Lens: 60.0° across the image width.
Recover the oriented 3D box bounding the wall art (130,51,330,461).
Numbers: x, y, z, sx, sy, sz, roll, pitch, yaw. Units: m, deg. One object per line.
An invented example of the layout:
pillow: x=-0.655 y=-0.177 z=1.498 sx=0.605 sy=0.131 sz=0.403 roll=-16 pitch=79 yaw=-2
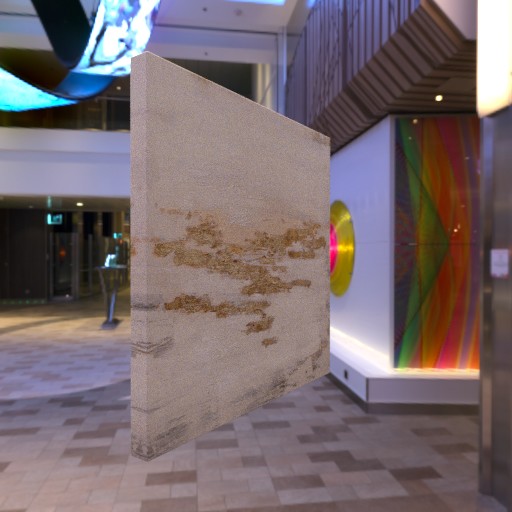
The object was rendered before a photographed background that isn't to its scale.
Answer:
wall art: x=0.000 y=0.000 z=0.919 sx=0.040 sy=0.613 sz=0.611 roll=0 pitch=0 yaw=36
